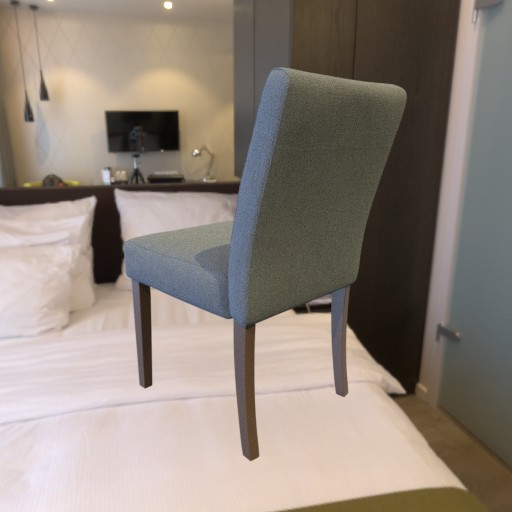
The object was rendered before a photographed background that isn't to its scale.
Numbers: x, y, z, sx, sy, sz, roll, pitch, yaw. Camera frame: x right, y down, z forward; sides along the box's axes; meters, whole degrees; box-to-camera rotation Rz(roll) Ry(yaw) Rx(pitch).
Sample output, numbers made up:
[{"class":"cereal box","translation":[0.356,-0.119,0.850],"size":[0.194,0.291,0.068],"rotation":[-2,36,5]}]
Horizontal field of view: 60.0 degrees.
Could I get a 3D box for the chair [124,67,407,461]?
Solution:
[{"class":"chair","translation":[0.000,0.000,1.228],"size":[0.487,0.882,0.629],"rotation":[-15,21,-43]}]
